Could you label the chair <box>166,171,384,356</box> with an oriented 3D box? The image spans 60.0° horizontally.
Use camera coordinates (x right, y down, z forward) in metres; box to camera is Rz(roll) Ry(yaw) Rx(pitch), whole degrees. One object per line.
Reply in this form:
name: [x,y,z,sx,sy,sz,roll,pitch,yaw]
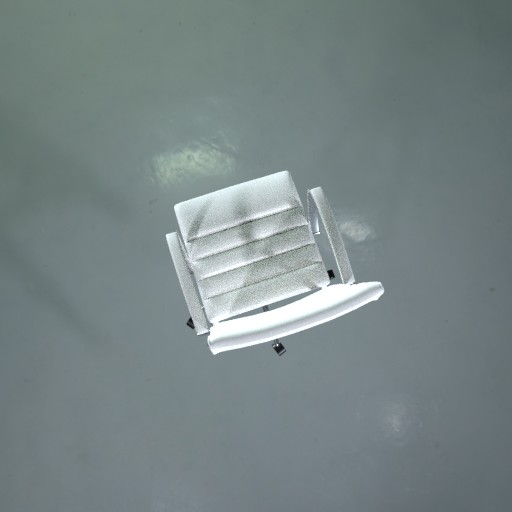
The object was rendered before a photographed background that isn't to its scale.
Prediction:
chair: [0.000,0.000,1.665,0.766,1.149,0.739,-18,76,-5]
